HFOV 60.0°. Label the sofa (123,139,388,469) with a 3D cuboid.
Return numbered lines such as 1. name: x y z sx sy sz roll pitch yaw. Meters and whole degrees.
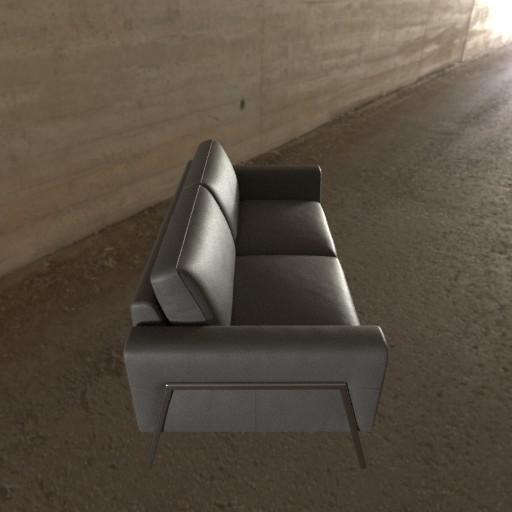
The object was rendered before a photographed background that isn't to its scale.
1. sofa: 0.000 0.000 2.496 0.953 0.875 2.017 0 30 0
